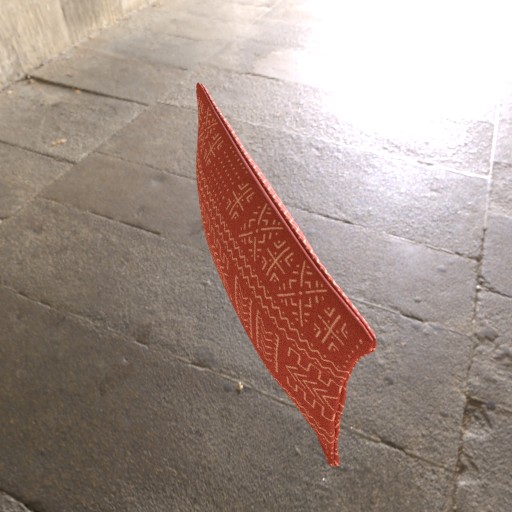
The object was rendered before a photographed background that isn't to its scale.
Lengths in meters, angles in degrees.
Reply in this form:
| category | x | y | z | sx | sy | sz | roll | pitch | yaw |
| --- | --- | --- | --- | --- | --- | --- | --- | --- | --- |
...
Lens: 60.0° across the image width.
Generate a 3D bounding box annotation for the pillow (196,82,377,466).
| category | x | y | z | sx | sy | sz | roll | pitch | yaw |
| --- | --- | --- | --- | --- | --- | --- | --- | --- | --- |
| pillow | 0.000 | 0.000 | 0.772 | 0.130 | 0.352 | 0.640 | -16 | 48 | -15 |
